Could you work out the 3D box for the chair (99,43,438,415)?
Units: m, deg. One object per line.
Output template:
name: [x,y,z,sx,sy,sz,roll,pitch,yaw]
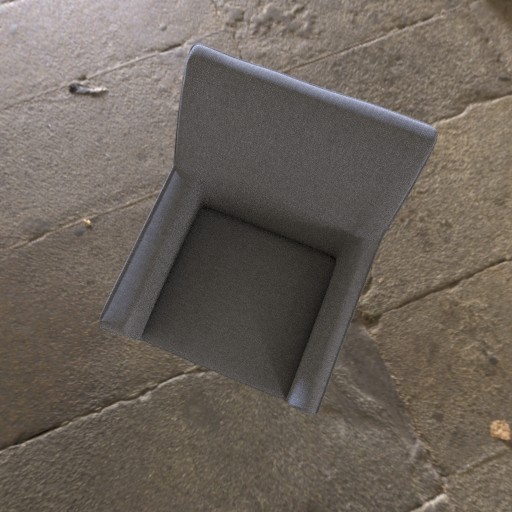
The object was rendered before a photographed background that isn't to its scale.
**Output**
chair: [0.000,0.000,1.612,0.780,0.919,0.899,22,77,5]
